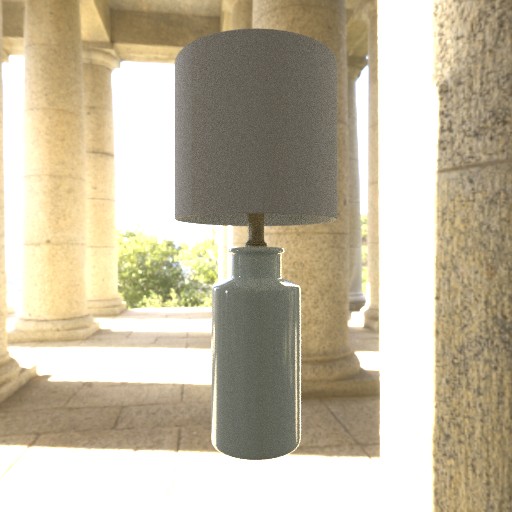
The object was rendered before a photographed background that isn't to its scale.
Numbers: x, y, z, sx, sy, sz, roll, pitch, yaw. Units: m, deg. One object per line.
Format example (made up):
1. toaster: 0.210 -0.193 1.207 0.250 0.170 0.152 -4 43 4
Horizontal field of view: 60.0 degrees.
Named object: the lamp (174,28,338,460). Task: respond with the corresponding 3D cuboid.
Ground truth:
1. lamp: 0.000 0.000 0.585 0.212 0.493 0.212 0 0 -37
